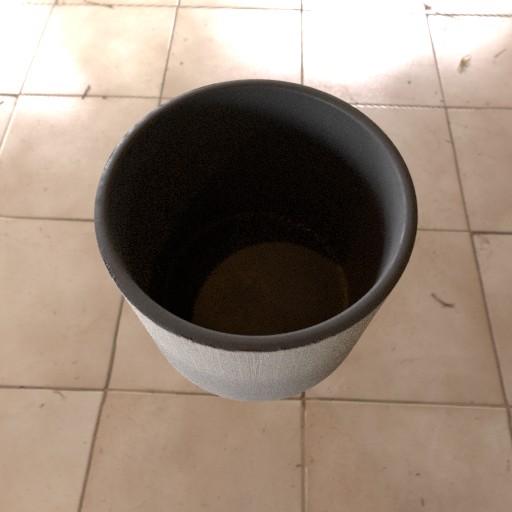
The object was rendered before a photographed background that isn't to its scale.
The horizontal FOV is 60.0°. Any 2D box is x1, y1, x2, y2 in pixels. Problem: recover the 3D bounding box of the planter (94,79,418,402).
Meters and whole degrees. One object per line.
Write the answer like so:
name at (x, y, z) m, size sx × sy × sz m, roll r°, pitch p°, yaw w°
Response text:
planter at (0.000, 0.000, 0.441) m, size 0.254 × 0.221 × 0.254 m, roll 0°, pitch 63°, yaw 0°
